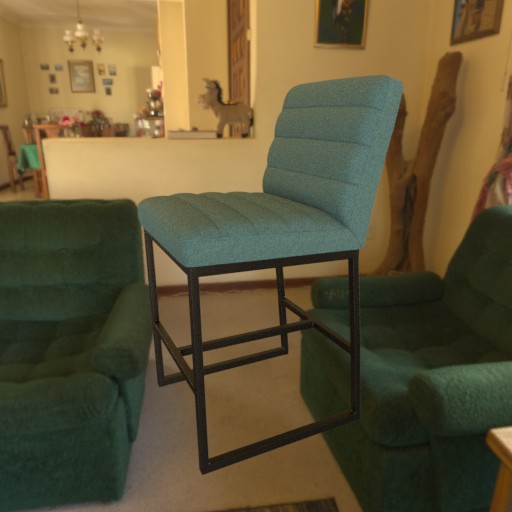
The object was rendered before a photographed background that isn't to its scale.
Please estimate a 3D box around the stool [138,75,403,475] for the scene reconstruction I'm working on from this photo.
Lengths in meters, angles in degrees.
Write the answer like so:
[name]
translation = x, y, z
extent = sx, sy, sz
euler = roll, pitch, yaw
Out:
[stool]
translation = 0.000, 0.000, 1.246
extent = 0.560, 0.940, 0.460
euler = -8, 19, -25
